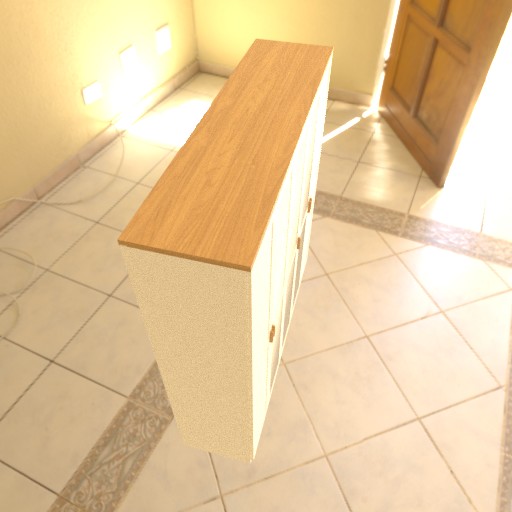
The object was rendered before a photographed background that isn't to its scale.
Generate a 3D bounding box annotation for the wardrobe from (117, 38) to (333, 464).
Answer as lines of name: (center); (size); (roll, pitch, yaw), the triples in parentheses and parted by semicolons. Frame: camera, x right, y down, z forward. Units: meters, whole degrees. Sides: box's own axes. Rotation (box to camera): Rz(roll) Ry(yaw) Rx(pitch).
wardrobe: (0.000, 0.000, 3.301); (0.590, 2.260, 2.160); (11, 48, 10)
